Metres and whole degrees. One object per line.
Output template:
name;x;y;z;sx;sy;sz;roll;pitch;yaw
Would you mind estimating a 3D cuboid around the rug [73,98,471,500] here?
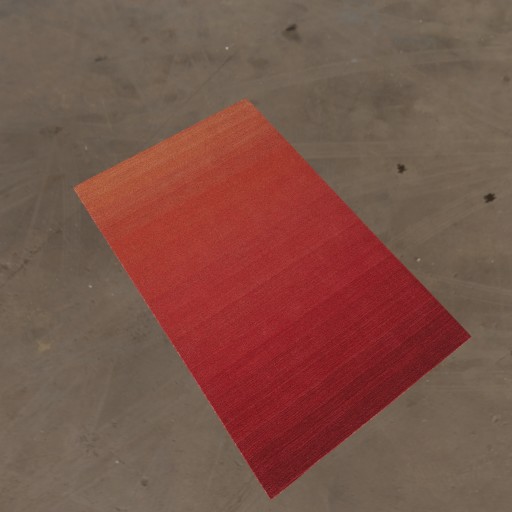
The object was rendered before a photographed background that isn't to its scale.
rug;0.000;0.000;2.973;1.531;0.010;2.442;-32;68;-15
